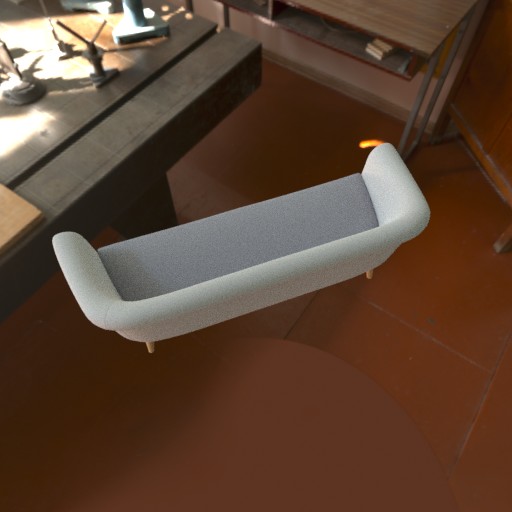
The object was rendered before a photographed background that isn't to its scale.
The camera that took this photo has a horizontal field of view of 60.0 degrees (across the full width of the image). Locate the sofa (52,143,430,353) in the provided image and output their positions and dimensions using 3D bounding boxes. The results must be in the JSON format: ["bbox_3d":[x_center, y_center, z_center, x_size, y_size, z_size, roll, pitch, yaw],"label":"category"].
[{"bbox_3d":[0.000,0.000,2.663,2.160,0.795,0.827,-17,60,-11],"label":"sofa"}]
